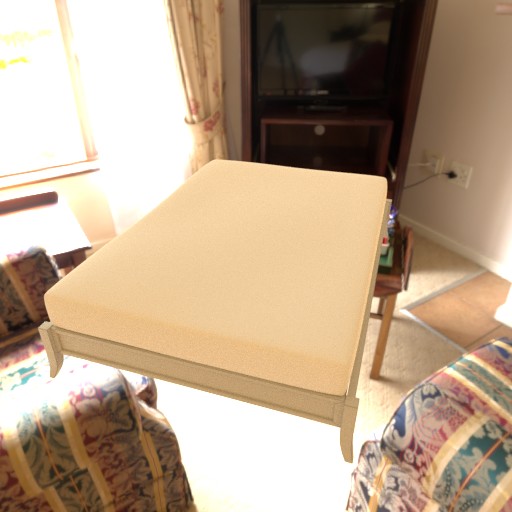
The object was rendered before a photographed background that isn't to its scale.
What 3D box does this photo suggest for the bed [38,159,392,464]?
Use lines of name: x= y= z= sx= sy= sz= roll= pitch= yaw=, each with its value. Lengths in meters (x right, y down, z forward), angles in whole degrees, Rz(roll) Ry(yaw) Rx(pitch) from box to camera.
bed: x=0.000 y=0.000 z=2.626 sx=1.460 sy=0.510 sz=1.985 roll=10 pitch=33 yaw=15
